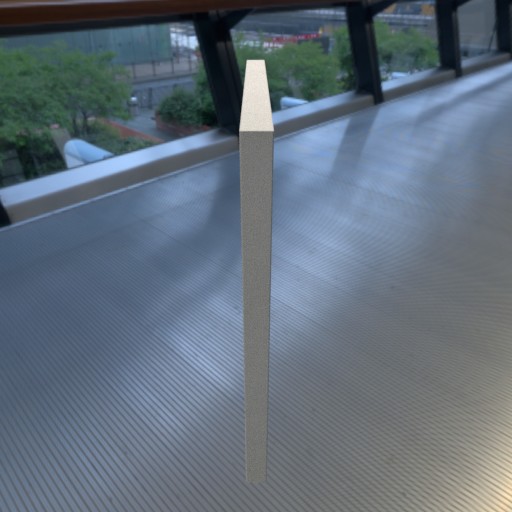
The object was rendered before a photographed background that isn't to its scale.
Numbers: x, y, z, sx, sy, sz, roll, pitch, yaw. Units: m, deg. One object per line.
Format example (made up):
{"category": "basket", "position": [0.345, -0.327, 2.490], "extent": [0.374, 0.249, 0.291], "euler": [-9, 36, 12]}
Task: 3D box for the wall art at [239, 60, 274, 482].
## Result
{"category": "wall art", "position": [0.000, 0.000, 0.824], "extent": [0.037, 0.606, 0.508], "euler": [0, 31, 0]}
